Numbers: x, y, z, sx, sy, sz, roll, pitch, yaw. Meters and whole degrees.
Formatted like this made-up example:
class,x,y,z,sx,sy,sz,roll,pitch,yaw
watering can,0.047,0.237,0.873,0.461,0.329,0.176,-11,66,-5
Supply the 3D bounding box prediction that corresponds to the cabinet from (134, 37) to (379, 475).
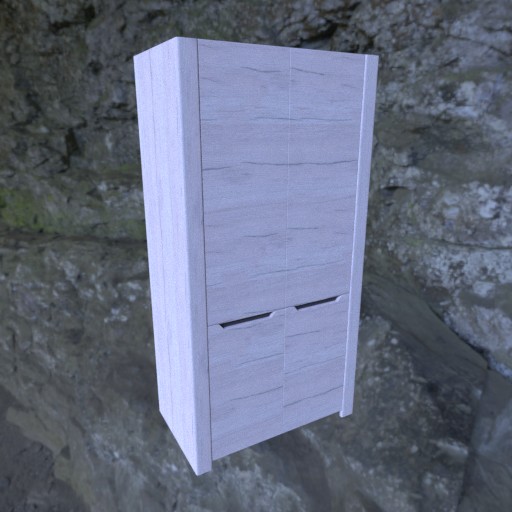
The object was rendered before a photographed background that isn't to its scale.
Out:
class,x,y,z,sx,sy,sz,roll,pitch,yaw
cabinet,0.000,0.000,2.328,0.980,1.930,0.580,-9,19,-28
